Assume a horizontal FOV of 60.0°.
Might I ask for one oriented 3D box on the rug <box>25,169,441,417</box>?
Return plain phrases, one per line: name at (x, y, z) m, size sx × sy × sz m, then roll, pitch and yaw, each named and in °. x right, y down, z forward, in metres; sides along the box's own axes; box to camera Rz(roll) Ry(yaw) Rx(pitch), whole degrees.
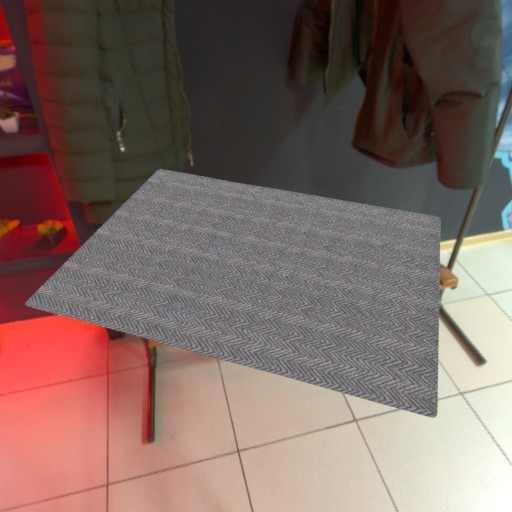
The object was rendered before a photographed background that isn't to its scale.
rug at (0.000, 0.000, 5.017) m, size 3.957 × 0.011 × 2.894 m, roll 12°, pitch 42°, yaw 14°
